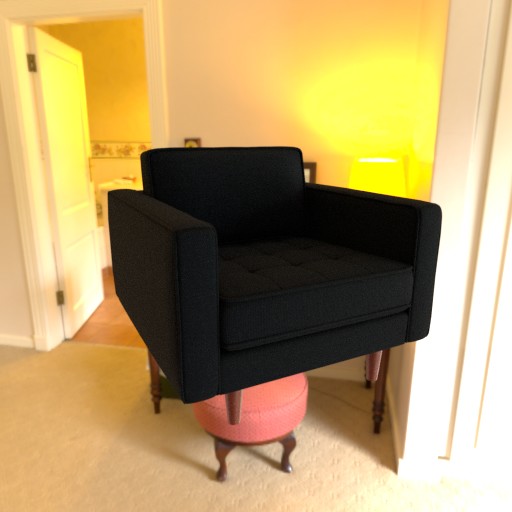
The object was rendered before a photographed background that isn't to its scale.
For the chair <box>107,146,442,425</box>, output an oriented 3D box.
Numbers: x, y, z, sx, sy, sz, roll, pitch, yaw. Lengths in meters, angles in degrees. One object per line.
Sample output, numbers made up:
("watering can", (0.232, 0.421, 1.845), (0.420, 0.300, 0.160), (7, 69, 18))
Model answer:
("chair", (0.000, 0.000, 1.623), (0.899, 0.770, 0.920), (-8, 17, -26))
